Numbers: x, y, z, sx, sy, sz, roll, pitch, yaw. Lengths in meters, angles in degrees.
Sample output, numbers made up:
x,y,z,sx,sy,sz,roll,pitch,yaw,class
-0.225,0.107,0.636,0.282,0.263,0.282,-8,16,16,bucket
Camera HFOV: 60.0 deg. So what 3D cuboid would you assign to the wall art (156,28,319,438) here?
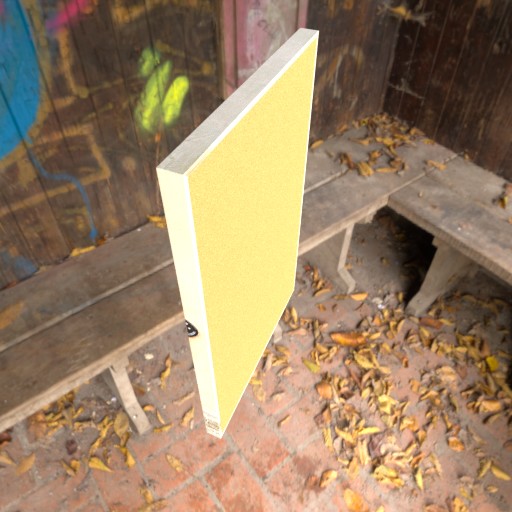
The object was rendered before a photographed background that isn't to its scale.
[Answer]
x,y,z,sx,sy,sz,roll,pitch,yaw,class
0.000,0.000,0.958,0.038,0.764,0.508,17,48,16,wall art
